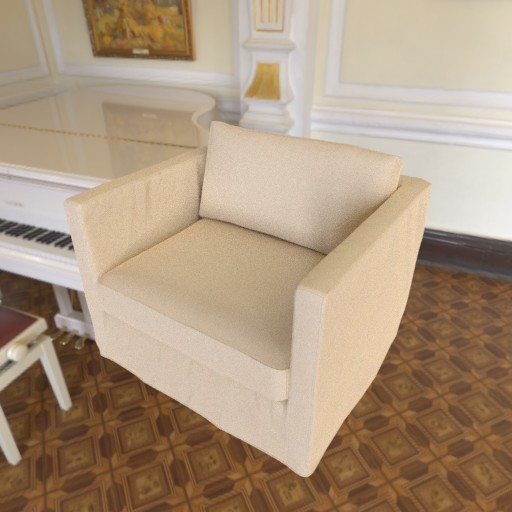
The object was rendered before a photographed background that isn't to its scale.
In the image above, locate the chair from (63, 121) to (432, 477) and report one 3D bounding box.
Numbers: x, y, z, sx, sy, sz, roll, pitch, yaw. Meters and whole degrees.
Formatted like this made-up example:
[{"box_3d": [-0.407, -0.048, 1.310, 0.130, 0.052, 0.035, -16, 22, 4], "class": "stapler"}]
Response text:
[{"box_3d": [0.000, 0.000, 1.760, 1.057, 0.851, 0.947, 19, 36, 29], "class": "chair"}]
